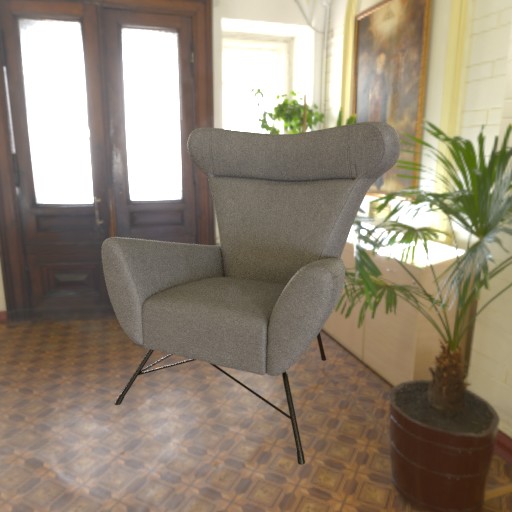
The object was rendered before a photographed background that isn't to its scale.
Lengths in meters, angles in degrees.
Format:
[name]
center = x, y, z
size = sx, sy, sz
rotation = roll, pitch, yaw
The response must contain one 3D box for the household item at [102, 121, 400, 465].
[household item]
center = 0.000, 0.000, 1.792
size = 0.980, 1.050, 0.900
rotation = 6, 14, 26
